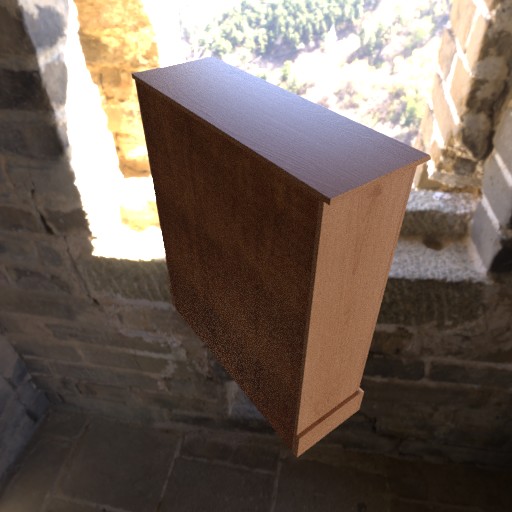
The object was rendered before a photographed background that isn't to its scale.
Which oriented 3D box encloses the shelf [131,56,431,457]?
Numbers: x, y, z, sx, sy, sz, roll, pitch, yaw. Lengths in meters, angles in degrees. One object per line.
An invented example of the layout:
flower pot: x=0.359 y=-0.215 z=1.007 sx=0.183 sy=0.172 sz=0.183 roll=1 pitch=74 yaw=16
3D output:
shelf: x=0.000 y=0.000 z=1.427 sx=0.291 sy=0.980 sz=0.840 roll=-25 pitch=46 yaw=-27
